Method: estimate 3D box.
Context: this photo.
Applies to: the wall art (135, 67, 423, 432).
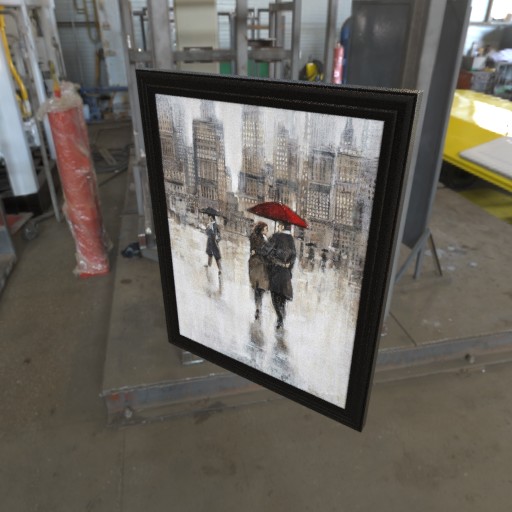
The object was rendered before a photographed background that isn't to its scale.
[{"bbox_3d":[0.000,0.000,1.590,0.950,1.194,0.053,17,33,28],"label":"wall art"}]
